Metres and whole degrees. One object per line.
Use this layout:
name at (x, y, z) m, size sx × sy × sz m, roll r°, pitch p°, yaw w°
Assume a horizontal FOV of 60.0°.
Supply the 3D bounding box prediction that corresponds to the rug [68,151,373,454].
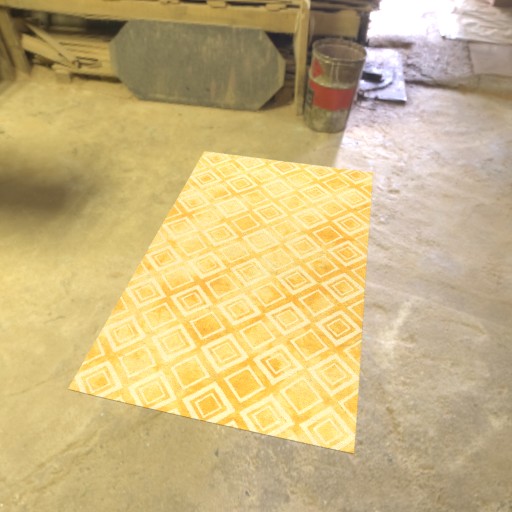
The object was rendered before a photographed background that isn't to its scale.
rug at (0.000, 0.000, 3.074) m, size 1.511 × 0.010 × 2.424 m, roll 9°, pitch 45°, yaw 9°
